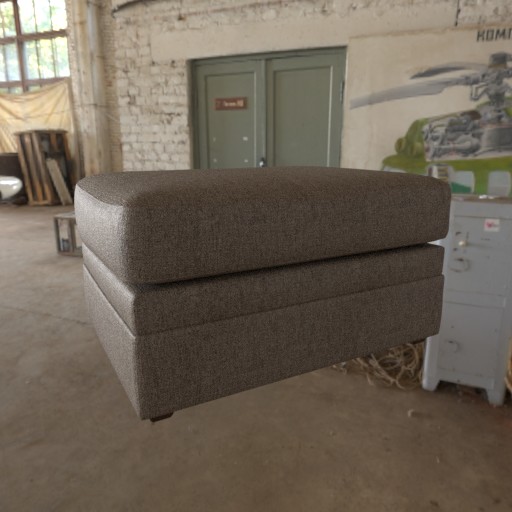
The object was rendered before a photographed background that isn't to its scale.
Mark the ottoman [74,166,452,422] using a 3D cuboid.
[{"bbox_3d":[0.000,0.000,1.247,0.885,0.478,0.637,-8,16,-28],"label":"ottoman"}]
